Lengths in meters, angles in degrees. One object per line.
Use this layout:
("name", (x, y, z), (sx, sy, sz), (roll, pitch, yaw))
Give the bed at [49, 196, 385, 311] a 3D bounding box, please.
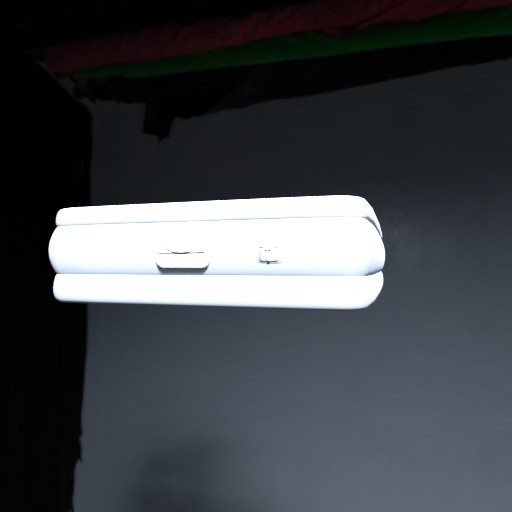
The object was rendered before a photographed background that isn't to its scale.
("bed", (0.000, 0.000, 2.745), (1.520, 0.460, 2.036), (0, -1, 17))
